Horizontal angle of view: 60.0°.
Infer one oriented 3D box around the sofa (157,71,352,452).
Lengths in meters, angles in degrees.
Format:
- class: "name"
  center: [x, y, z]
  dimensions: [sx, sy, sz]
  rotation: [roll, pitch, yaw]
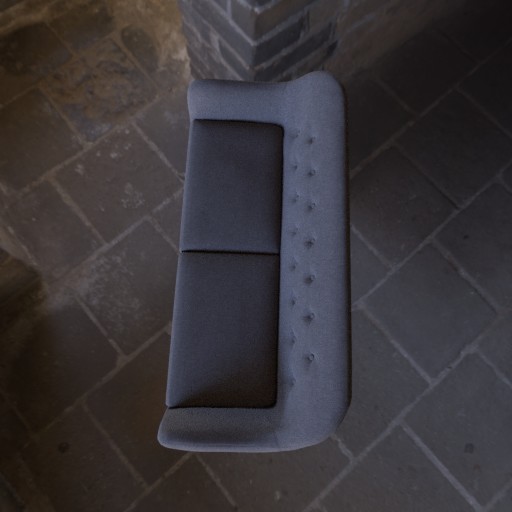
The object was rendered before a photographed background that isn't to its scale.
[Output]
- class: "sofa"
  center: [0.000, 0.000, 2.280]
  dimensions: [0.820, 0.820, 1.840]
  rotation: [2, 75, 1]
